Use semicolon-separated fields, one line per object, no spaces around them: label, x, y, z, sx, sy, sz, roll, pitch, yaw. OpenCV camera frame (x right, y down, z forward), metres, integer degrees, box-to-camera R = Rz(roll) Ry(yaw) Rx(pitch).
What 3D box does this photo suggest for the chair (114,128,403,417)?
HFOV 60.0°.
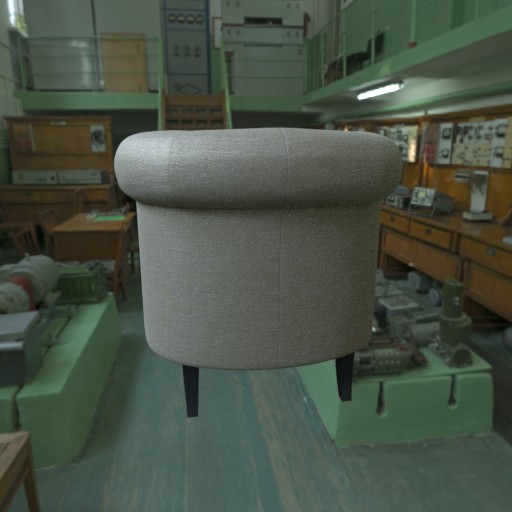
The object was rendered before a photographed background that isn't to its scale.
chair;0.000;0.000;1.525;0.905;0.827;0.852;-3;14;-10
